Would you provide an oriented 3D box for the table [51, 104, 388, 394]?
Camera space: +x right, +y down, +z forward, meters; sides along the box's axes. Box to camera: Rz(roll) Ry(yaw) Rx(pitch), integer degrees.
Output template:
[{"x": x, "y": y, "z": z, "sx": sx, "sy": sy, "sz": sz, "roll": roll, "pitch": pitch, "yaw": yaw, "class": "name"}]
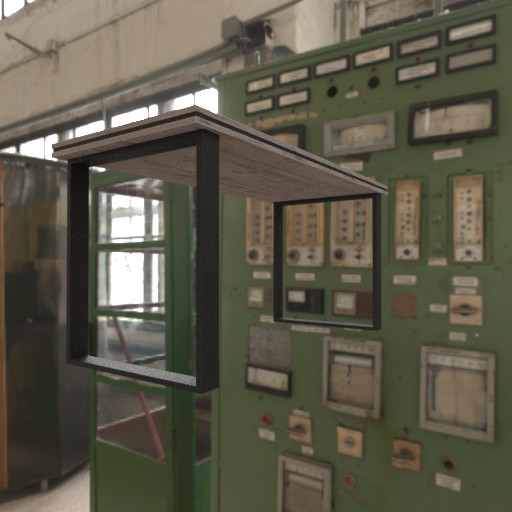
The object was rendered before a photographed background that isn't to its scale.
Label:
[{"x": 0.000, "y": 0.000, "z": 2.301, "sx": 0.795, "sy": 0.899, "sz": 1.778, "roll": -1, "pitch": -1, "yaw": 35, "class": "table"}]
